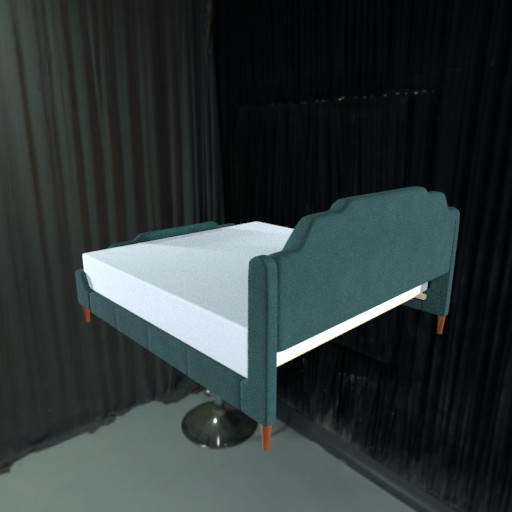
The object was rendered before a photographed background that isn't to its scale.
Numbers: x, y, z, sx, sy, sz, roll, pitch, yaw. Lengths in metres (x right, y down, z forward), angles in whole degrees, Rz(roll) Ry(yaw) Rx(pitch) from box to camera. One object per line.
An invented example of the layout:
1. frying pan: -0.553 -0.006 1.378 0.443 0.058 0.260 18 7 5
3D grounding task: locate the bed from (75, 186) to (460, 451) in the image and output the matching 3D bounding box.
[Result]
1. bed: 0.000 0.000 3.588 2.074 1.245 2.340 -14 21 -42
